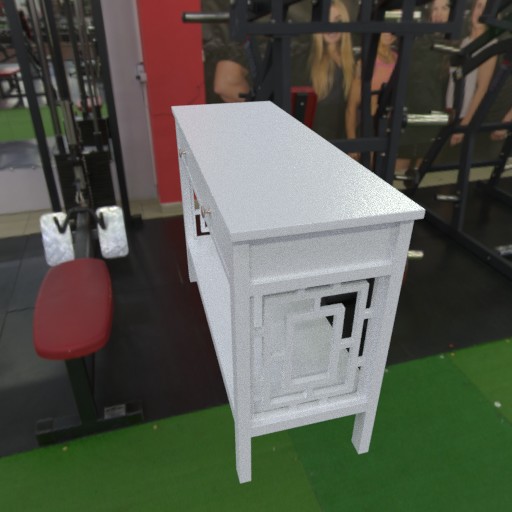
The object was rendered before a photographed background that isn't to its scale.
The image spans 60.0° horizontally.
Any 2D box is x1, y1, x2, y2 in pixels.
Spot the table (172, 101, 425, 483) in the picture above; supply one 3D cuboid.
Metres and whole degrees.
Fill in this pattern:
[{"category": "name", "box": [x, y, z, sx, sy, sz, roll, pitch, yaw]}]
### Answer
[{"category": "table", "box": [0.000, 0.000, 1.448, 0.397, 0.753, 1.068, -8, 31, -13]}]
